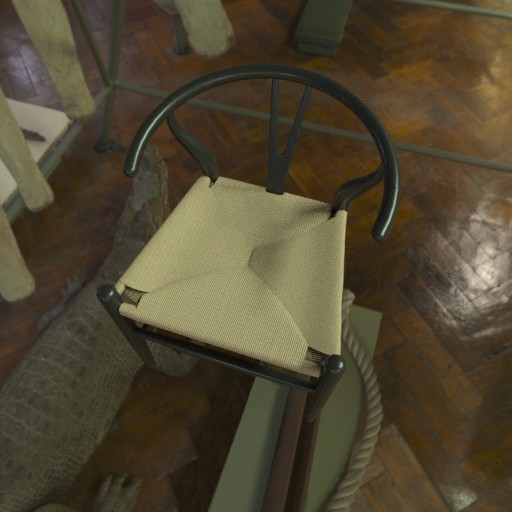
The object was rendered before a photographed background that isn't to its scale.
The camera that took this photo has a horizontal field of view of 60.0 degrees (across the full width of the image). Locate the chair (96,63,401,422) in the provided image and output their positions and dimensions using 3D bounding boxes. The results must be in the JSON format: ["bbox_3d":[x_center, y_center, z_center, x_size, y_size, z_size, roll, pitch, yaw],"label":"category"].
[{"bbox_3d":[0.000,0.000,1.152,0.570,0.739,0.570,16,60,9],"label":"chair"}]
